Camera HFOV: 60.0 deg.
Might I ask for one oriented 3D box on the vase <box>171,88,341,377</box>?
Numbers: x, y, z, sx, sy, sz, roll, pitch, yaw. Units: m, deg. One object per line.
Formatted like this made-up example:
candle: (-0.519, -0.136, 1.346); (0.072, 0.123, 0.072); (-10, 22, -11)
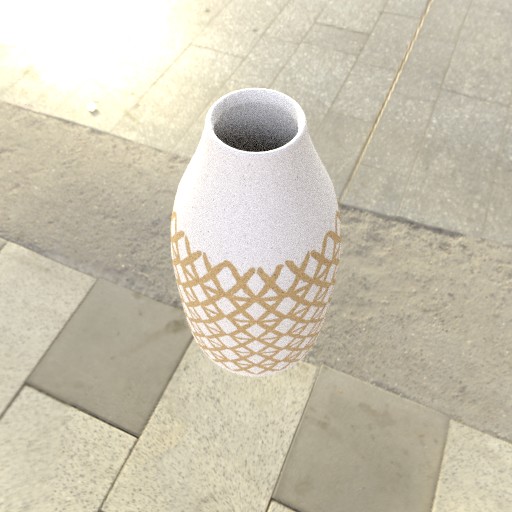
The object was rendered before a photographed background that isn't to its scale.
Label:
vase: (0.000, 0.000, 0.491); (0.186, 0.380, 0.186); (0, 57, 0)
